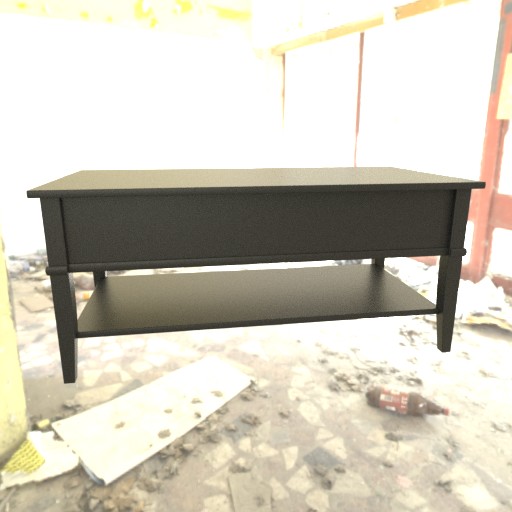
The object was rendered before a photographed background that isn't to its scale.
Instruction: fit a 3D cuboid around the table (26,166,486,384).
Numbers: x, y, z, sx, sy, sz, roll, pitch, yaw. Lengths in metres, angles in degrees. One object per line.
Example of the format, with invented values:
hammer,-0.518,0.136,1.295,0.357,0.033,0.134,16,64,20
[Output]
table,0.000,0.000,1.303,1.044,0.470,0.523,-2,16,-9
